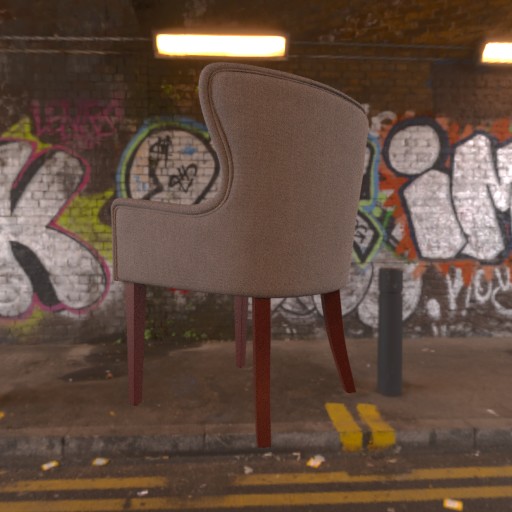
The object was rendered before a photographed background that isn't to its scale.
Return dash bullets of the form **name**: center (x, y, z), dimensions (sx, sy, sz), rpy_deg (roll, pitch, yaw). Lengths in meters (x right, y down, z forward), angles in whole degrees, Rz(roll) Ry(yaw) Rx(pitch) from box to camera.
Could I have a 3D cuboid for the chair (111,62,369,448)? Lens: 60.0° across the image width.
- **chair**: center (0.000, 0.000, 1.436), dimensions (0.677, 0.948, 0.732), rpy_deg (1, 2, 37)
